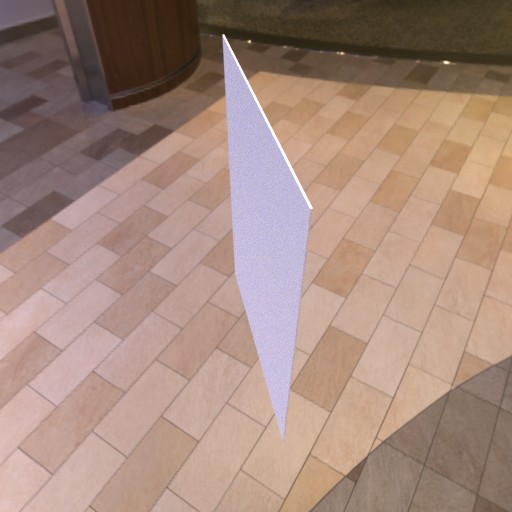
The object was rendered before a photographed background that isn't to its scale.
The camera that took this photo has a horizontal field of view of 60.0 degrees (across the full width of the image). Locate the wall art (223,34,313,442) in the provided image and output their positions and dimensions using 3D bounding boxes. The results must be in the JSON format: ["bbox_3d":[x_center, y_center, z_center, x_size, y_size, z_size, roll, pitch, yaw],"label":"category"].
[{"bbox_3d":[0.000,0.000,0.812,0.003,0.610,0.457,-10,48,-9],"label":"wall art"}]
